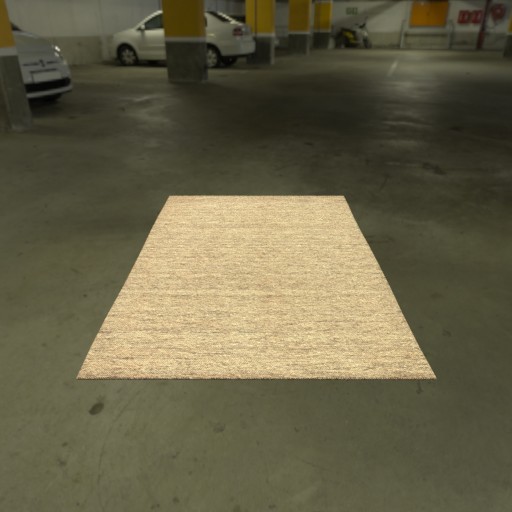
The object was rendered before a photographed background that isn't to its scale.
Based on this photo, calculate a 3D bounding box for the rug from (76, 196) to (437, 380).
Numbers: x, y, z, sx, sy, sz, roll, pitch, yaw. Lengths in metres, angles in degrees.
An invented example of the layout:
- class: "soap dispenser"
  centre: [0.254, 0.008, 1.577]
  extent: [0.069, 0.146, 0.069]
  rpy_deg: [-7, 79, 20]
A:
- class: "rug"
  centre: [0.000, 0.000, 2.903]
  extent: [1.547, 0.013, 2.283]
  rpy_deg: [0, 27, 0]
